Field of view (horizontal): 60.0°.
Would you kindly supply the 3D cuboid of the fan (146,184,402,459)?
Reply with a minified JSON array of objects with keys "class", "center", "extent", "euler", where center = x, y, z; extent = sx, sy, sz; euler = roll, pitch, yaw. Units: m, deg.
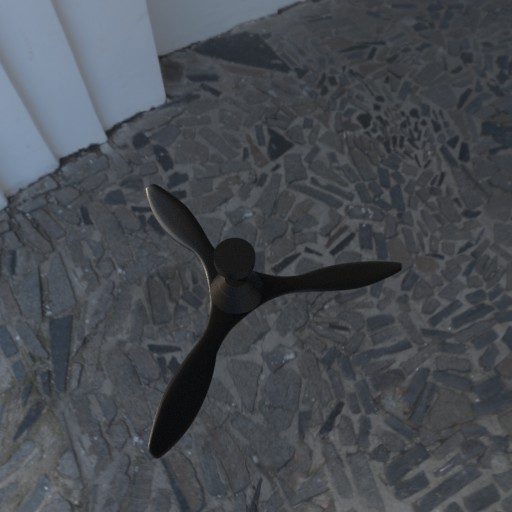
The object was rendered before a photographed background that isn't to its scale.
[{"class":"fan","center":[0.000,0.000,1.636],"extent":[1.067,0.305,1.067],"euler":[-17,61,-10]}]
